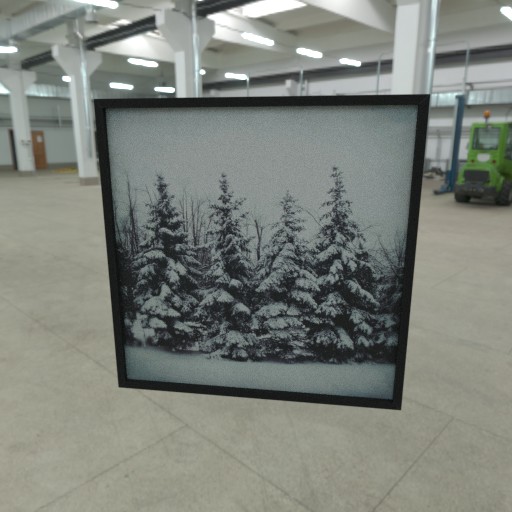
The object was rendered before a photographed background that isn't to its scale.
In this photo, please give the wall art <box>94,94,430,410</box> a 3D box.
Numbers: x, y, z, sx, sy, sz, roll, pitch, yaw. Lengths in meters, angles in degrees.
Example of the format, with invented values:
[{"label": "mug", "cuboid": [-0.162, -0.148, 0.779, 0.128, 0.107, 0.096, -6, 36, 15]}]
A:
[{"label": "wall art", "cuboid": [0.000, 0.000, 0.454, 0.305, 0.305, 0.037, 2, 15, 8]}]
